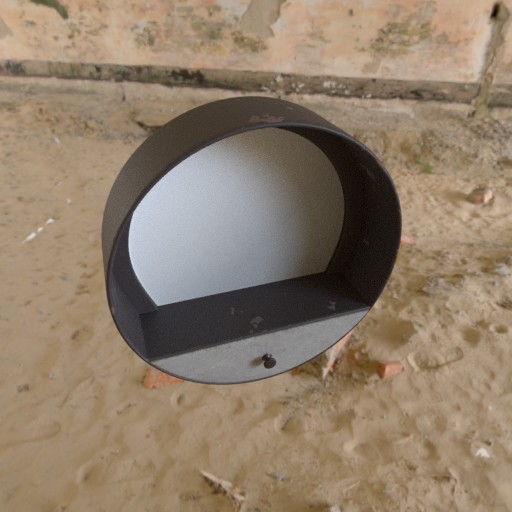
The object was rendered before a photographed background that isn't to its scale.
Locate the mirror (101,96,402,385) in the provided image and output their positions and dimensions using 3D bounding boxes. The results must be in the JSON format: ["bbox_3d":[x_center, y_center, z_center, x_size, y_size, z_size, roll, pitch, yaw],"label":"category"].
[{"bbox_3d":[0.000,0.000,0.592,0.386,0.386,0.126,-11,35,-15],"label":"mirror"}]
